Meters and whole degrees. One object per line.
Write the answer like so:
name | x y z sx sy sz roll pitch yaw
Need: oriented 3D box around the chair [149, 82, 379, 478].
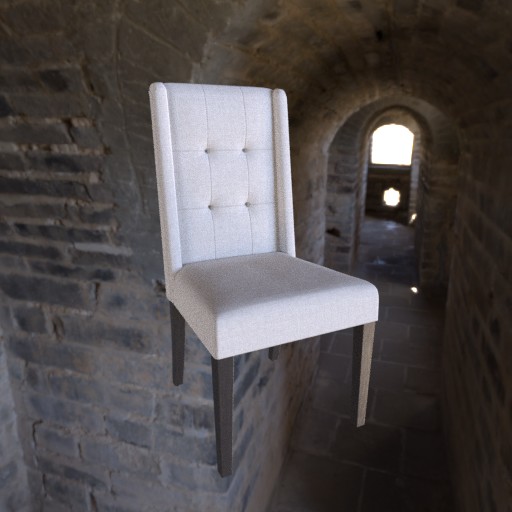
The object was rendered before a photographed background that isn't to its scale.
chair | 0.000 0.000 1.271 0.474 0.961 0.523 -8 17 -27
